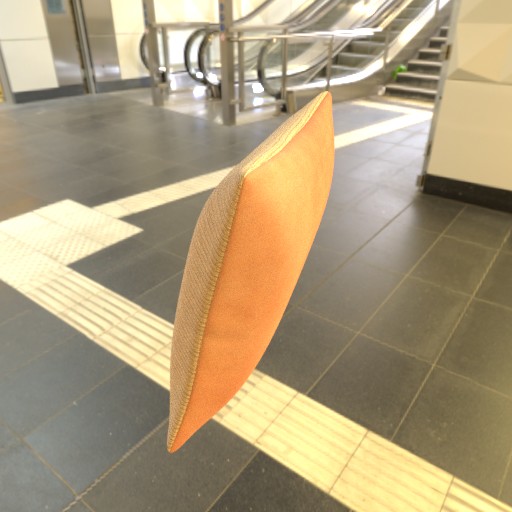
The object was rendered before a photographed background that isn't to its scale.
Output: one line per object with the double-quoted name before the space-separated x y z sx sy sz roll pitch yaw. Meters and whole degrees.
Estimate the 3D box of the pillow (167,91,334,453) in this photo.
"pillow" 0.000 0.000 0.651 0.177 0.401 0.424 9 31 15
